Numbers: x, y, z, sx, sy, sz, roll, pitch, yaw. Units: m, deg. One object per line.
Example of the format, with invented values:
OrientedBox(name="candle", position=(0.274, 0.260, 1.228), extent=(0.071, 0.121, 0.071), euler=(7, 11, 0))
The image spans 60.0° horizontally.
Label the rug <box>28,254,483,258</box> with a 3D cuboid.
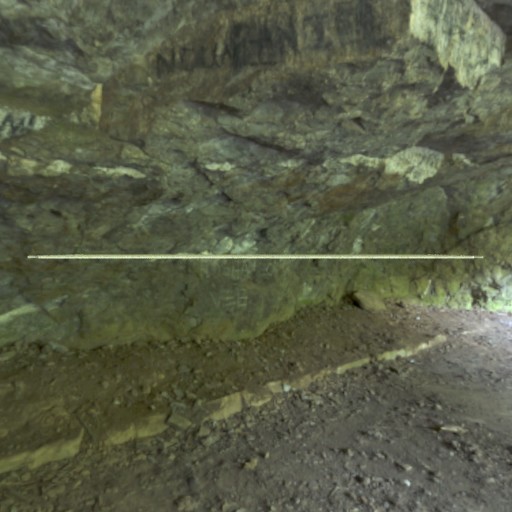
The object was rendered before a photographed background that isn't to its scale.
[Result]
OrientedBox(name="rug", position=(0.000, 0.000, 2.868), extent=(2.544, 0.015, 0.795), euler=(0, 1, 0))
